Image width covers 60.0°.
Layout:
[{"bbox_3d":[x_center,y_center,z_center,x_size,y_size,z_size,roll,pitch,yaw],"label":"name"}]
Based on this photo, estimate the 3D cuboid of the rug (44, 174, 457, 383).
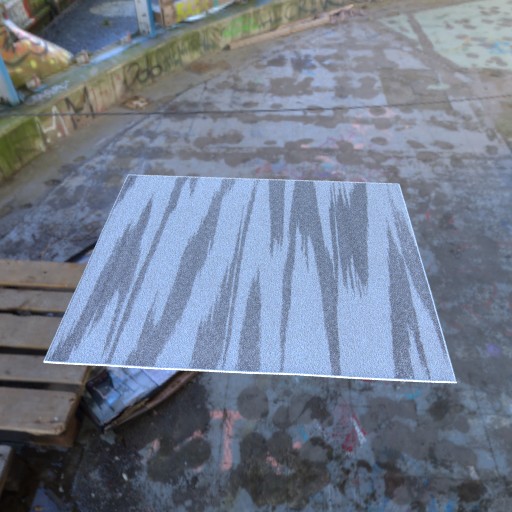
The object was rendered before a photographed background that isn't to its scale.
[{"bbox_3d":[0.000,0.000,3.966,2.945,0.014,2.353,2,45,2],"label":"rug"}]
